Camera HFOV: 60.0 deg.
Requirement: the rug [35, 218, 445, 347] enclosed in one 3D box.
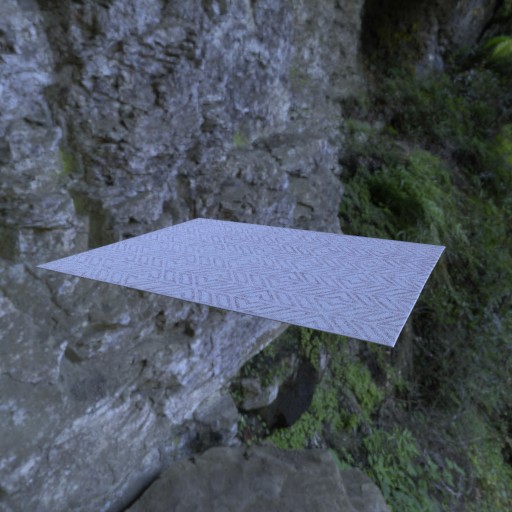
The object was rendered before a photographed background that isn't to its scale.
[{"bbox_3d":[0.000,0.000,4.165,3.045,0.008,2.421,9,18,27],"label":"rug"}]
